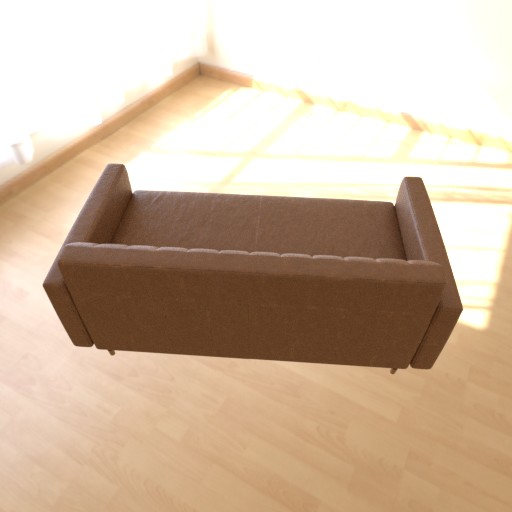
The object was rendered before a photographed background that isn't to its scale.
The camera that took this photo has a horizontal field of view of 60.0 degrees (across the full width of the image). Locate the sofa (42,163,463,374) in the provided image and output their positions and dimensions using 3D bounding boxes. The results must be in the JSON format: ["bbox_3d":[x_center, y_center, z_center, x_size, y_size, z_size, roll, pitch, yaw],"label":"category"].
[{"bbox_3d":[0.000,0.000,2.405,1.847,0.821,0.993,3,46,3],"label":"sofa"}]
